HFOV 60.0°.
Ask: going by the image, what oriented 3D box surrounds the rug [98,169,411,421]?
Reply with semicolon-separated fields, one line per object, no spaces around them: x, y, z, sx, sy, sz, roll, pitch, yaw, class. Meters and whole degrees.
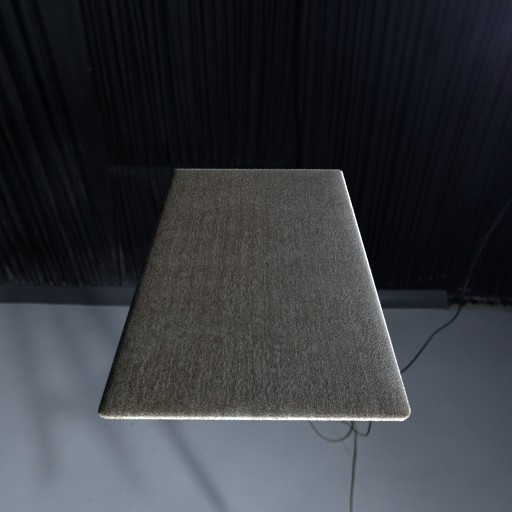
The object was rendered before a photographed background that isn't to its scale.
0.000;0.000;3.094;1.539;0.024;2.469;0;40;0;rug
